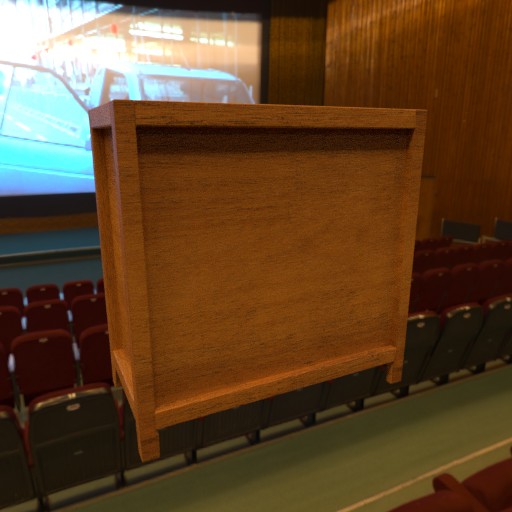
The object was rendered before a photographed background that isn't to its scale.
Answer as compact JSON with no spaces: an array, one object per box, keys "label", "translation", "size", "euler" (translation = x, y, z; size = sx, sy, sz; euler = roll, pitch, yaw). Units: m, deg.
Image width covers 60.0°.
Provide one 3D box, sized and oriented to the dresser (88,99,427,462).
[{"label":"dresser","translation":[0.000,0.000,1.283],"size":[0.804,0.804,0.427],"euler":[-7,17,-26]}]
